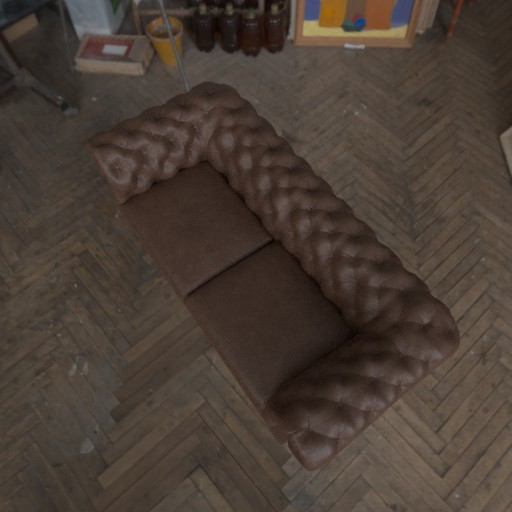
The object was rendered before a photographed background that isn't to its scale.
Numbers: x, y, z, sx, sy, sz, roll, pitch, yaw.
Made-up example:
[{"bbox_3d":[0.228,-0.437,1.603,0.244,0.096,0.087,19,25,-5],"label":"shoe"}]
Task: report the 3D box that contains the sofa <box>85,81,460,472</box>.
[{"bbox_3d":[0.000,0.000,2.471,0.955,0.784,2.048,-32,67,-15],"label":"sofa"}]
